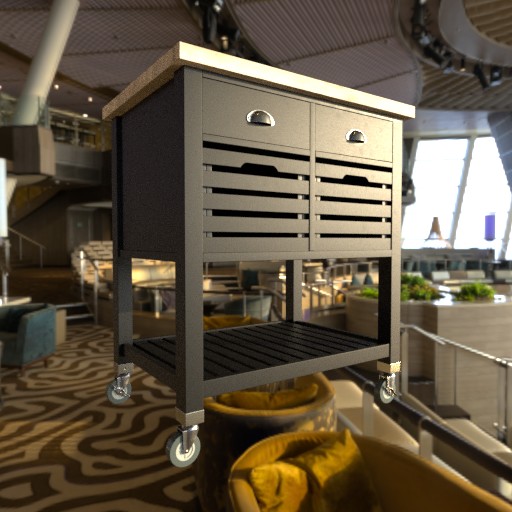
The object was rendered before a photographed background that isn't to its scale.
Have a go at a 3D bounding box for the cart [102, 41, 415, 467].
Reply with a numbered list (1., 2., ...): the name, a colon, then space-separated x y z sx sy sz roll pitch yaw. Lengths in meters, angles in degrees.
1. cart: 0.000 0.000 1.386 0.797 0.920 0.567 -1 2 -35
